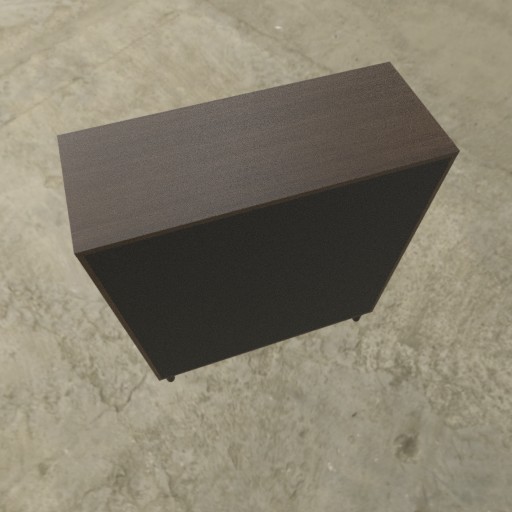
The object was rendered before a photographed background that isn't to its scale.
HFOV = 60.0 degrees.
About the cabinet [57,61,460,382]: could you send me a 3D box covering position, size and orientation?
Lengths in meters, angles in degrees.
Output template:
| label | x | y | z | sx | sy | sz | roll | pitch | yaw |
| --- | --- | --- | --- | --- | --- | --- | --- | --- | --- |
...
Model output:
| label | x | y | z | sx | sy | sz | roll | pitch | yaw |
| --- | --- | --- | --- | --- | --- | --- | --- | --- | --- |
| cabinet | 0.000 | 0.000 | 1.692 | 1.010 | 1.170 | 0.400 | -16 | 60 | -10 |
